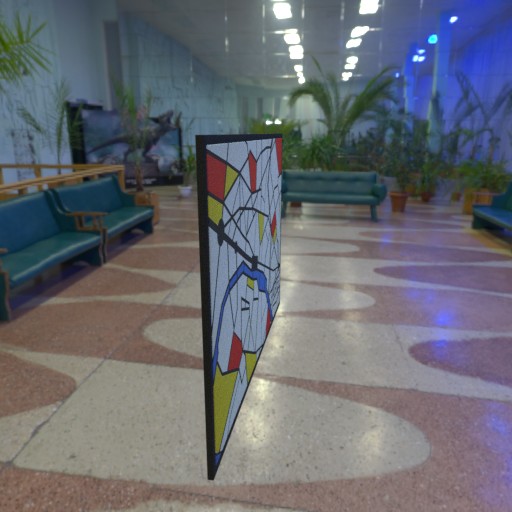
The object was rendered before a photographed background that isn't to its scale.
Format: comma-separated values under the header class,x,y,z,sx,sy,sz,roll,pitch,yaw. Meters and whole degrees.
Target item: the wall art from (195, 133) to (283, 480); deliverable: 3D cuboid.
class,x,y,z,sx,sy,sz,roll,pitch,yaw
wall art,0.000,0.000,1.251,0.013,0.665,0.963,3,16,10
